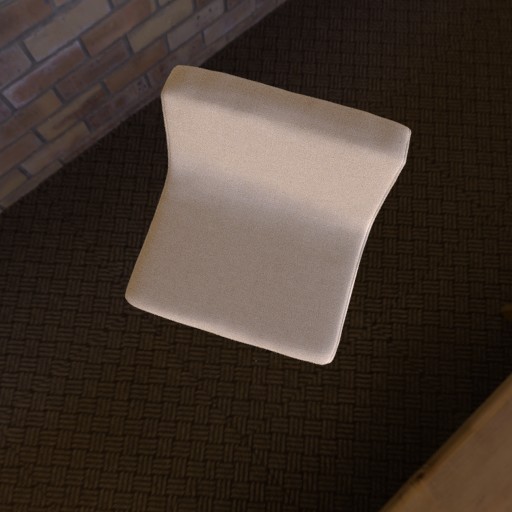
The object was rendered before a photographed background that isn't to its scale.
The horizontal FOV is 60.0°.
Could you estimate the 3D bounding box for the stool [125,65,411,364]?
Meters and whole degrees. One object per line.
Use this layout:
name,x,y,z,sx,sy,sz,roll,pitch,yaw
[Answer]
stool,0.000,0.000,1.276,0.511,0.937,0.500,17,77,4
